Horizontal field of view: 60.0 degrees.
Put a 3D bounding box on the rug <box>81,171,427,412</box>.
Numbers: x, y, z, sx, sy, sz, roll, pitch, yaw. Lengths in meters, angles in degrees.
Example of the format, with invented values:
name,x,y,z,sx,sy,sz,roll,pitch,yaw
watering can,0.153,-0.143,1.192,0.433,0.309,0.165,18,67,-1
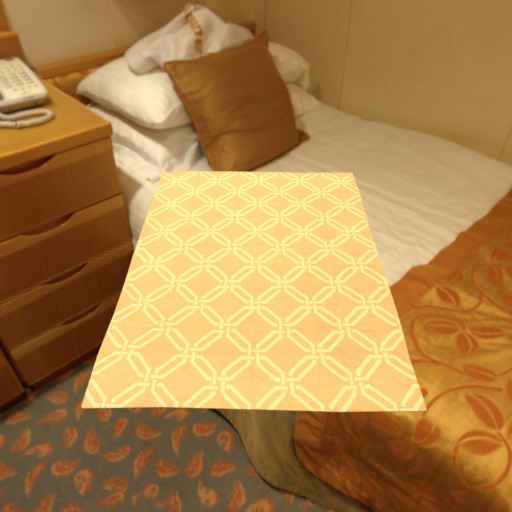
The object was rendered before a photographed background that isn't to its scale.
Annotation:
name,x,y,z,sx,sy,sz,roll,pitch,yaw
rug,0.000,0.000,4.382,2.452,0.020,3.365,0,40,0
